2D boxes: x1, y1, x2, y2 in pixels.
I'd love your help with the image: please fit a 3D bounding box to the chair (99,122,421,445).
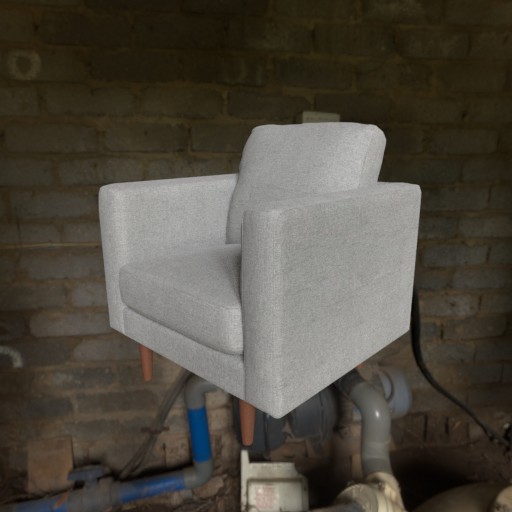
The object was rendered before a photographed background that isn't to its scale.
[{"bbox_3d":[0.000,0.000,1.586,0.855,0.927,0.800,13,20,42],"label":"chair"}]
